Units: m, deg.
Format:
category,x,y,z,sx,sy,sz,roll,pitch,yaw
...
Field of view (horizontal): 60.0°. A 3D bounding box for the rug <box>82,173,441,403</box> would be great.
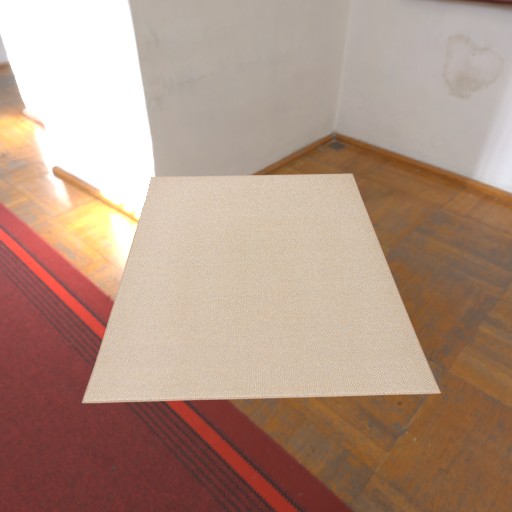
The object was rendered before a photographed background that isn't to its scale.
category,x,y,z,sx,sy,sz,roll,pitch,yaw
rug,0.000,0.000,4.197,2.462,0.018,3.039,-1,40,-1
